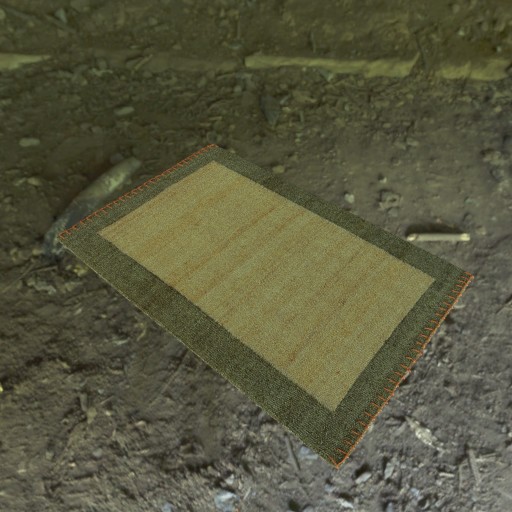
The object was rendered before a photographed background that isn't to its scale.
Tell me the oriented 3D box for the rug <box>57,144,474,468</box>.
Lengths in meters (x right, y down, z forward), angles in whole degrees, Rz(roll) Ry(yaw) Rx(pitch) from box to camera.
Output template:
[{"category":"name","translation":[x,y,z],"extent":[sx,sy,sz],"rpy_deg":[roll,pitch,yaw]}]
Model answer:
[{"category":"rug","translation":[0.000,0.000,2.295],"extent":[1.838,0.019,1.220],"rpy_deg":[32,54,27]}]
